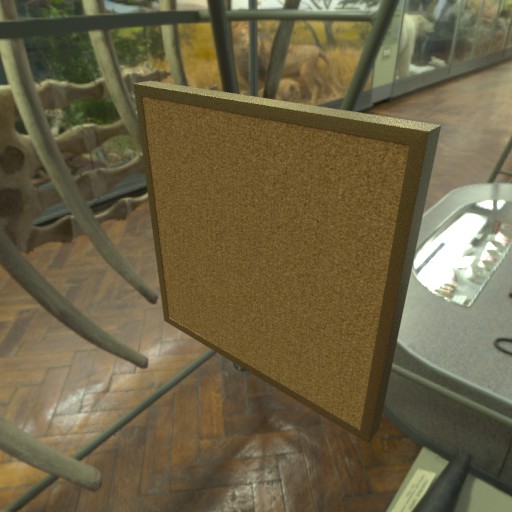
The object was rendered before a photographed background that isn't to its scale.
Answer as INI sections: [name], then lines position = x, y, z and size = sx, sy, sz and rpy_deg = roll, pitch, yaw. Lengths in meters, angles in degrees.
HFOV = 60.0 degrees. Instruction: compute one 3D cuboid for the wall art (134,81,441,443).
[wall art]
position = 0.000, 0.000, 0.754
size = 0.510, 0.509, 0.037
rpy_deg = 22, 37, 33
